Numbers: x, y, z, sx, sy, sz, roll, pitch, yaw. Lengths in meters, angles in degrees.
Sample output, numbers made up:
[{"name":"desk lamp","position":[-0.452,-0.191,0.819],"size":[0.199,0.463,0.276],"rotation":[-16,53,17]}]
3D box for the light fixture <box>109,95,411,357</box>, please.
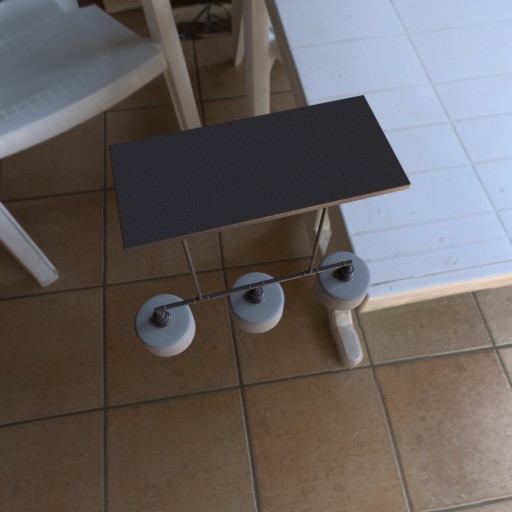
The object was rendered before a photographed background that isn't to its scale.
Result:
[{"name":"light fixture","position":[0.000,0.000,0.869],"size":[0.582,0.557,0.177],"rotation":[-13,63,-7]}]
